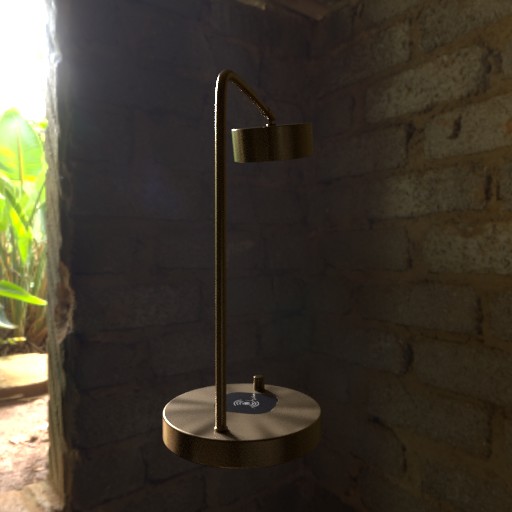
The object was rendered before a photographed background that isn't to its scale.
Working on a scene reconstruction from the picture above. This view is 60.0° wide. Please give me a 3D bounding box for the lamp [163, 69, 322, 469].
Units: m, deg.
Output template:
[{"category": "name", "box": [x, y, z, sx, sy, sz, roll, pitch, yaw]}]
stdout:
[{"category": "lamp", "box": [0.000, 0.000, 0.528, 0.171, 0.380, 0.270, 0, 1, 17]}]
